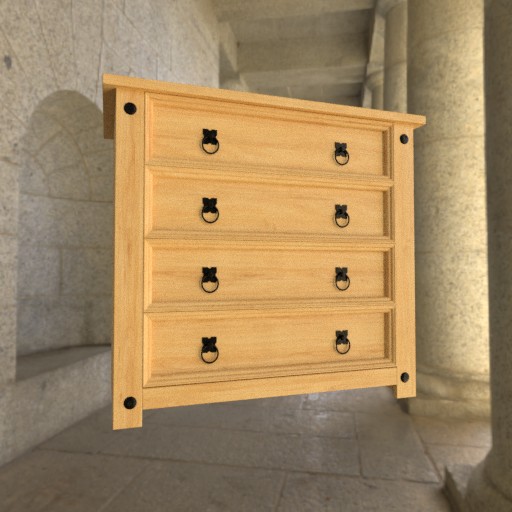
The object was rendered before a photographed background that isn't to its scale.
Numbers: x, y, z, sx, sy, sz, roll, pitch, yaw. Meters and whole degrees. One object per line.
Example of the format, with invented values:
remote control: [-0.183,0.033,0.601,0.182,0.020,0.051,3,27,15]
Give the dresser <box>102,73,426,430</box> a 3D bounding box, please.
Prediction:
dresser: [0.000,0.000,1.217,0.800,0.730,0.410,1,-2,-19]
